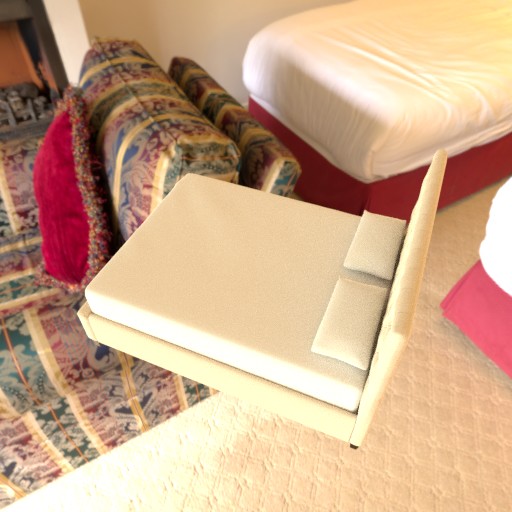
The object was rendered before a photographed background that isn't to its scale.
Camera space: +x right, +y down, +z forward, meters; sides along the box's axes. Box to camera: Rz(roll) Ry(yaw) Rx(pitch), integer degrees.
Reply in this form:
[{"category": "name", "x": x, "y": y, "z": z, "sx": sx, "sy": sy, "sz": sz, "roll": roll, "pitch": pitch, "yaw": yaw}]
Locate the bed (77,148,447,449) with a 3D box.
[{"category": "bed", "x": 0.000, "y": 0.000, "z": 3.358, "sx": 2.233, "sy": 1.426, "sz": 1.696, "roll": 17, "pitch": 49, "yaw": 15}]
